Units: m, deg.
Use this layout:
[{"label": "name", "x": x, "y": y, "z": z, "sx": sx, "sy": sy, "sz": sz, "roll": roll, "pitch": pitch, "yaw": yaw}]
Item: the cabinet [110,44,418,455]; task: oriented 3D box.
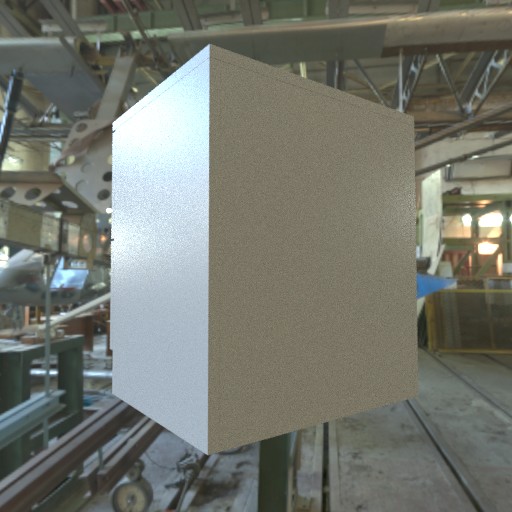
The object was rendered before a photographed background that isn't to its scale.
[{"label": "cabinet", "x": 0.000, "y": 0.000, "z": 0.766, "sx": 0.400, "sy": 0.470, "sz": 0.360, "roll": 2, "pitch": -3, "yaw": -36}]
